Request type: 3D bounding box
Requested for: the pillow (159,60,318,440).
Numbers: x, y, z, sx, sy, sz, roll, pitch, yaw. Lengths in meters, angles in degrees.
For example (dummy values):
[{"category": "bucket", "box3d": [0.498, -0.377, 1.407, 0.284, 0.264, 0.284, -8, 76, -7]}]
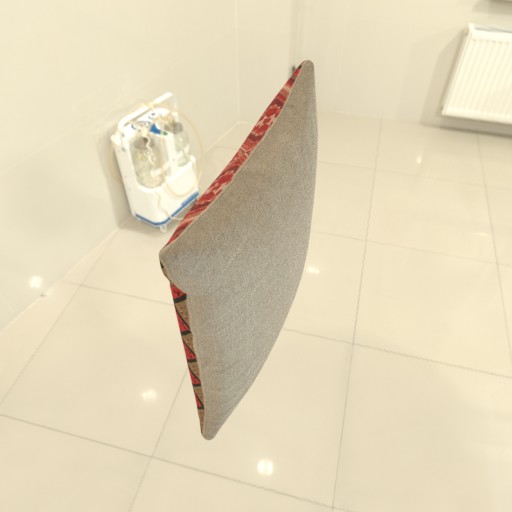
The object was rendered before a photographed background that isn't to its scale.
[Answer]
[{"category": "pillow", "box3d": [0.000, 0.000, 0.799, 0.158, 0.511, 0.513, 16, 49, 14]}]
